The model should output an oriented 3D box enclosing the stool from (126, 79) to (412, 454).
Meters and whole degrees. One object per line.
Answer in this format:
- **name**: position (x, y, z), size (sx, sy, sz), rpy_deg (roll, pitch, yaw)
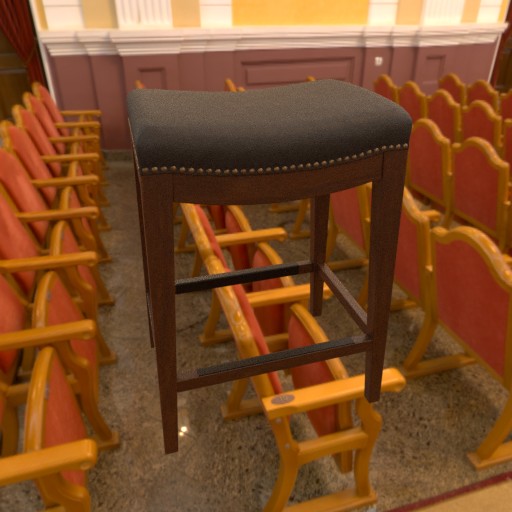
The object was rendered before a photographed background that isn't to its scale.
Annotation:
- **stool**: position (0.000, 0.000, 0.941), size (0.490, 0.664, 0.353), rpy_deg (-9, 32, -14)
